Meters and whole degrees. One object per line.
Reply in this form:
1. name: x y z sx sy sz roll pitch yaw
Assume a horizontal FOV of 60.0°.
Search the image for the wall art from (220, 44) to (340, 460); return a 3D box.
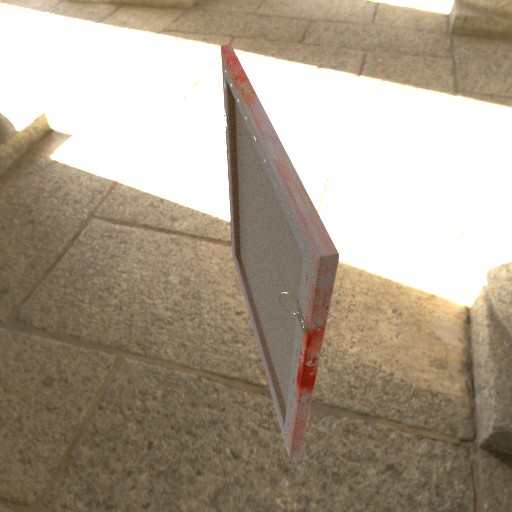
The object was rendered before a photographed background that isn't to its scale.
1. wall art: 0.000 0.000 1.305 0.066 0.878 0.878 -10 47 -9
